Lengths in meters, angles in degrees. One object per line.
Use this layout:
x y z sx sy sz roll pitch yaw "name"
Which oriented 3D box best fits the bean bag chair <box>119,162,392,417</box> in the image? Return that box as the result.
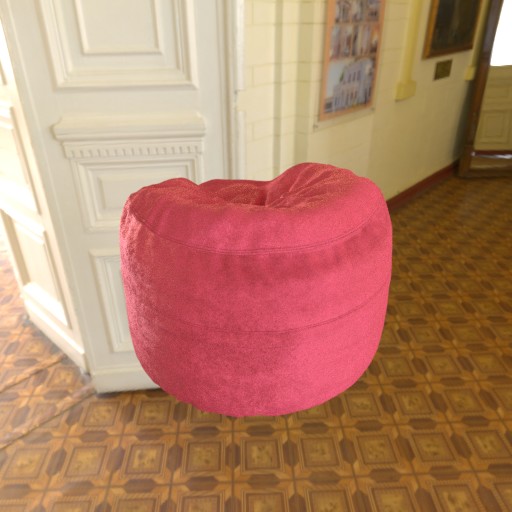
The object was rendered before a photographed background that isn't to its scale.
0.000 0.000 2.031 1.218 0.788 1.218 0 29 0 "bean bag chair"
